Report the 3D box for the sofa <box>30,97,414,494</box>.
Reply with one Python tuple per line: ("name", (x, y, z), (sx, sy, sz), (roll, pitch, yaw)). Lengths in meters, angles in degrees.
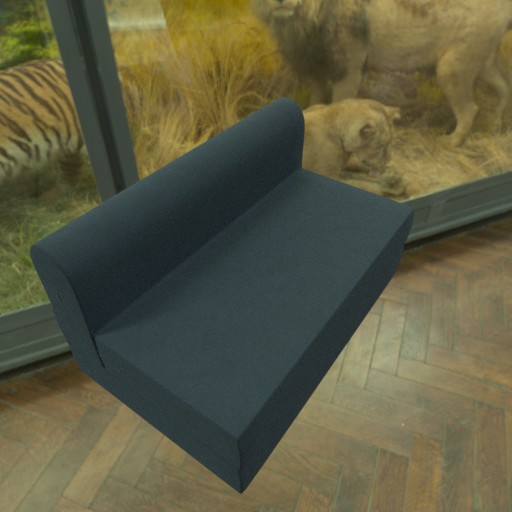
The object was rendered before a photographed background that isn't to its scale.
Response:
("sofa", (0.000, 0.000, 1.625), (0.762, 0.660, 1.219), (26, 48, 26))
